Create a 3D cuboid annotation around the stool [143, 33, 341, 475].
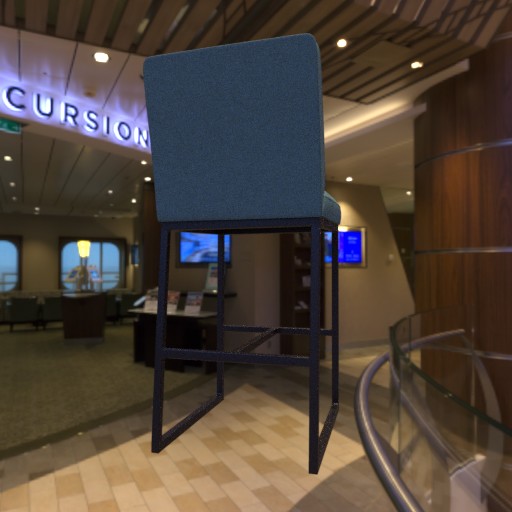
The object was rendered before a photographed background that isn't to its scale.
[{"bbox_3d":[0.000,0.000,1.334,0.460,1.040,0.560,0,-1,16],"label":"stool"}]
